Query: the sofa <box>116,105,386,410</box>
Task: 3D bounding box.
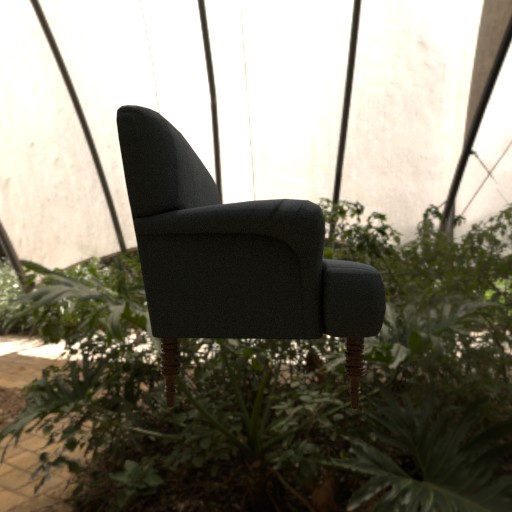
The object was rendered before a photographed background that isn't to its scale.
[{"bbox_3d":[0.000,0.000,1.832,0.779,0.889,1.297,0,0,2],"label":"sofa"}]
